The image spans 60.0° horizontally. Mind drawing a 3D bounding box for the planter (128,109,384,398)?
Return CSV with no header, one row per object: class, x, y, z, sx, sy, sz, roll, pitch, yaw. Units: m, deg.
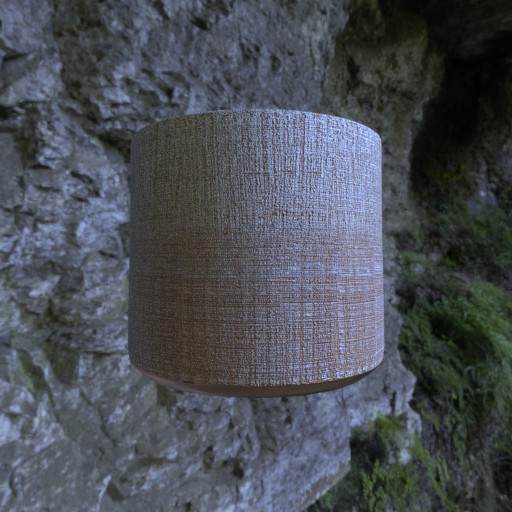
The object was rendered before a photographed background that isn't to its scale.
planter,0.000,0.000,0.196,0.109,0.096,0.109,0,0,0
